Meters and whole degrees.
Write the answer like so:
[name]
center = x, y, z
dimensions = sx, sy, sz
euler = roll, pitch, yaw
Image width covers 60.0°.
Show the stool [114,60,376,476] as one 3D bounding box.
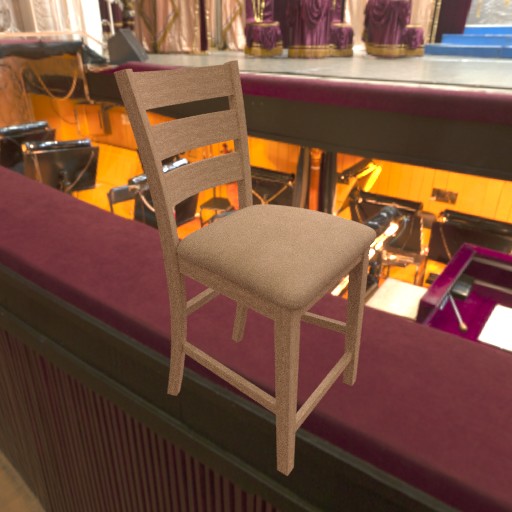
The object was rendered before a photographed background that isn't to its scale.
[stool]
center = 0.000, 0.000, 1.314
dimensions = 0.569, 1.032, 0.484
euler = 18, 32, 31
